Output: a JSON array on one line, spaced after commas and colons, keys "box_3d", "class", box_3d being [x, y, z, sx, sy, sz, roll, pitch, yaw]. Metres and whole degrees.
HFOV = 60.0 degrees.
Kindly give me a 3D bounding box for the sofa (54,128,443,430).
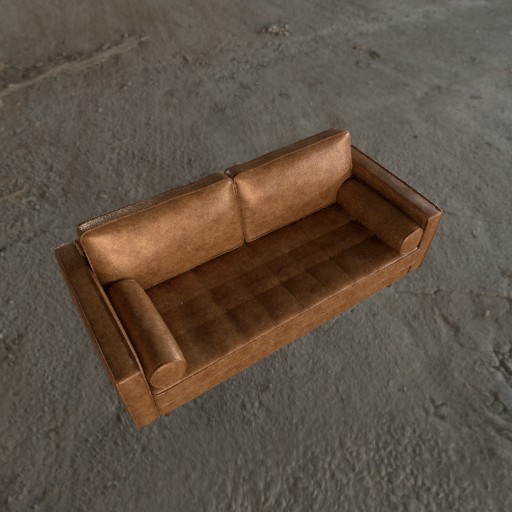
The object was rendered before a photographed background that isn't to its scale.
[{"box_3d": [0.000, 0.000, 2.489, 1.920, 0.825, 0.924, -25, 52, -22], "class": "sofa"}]
